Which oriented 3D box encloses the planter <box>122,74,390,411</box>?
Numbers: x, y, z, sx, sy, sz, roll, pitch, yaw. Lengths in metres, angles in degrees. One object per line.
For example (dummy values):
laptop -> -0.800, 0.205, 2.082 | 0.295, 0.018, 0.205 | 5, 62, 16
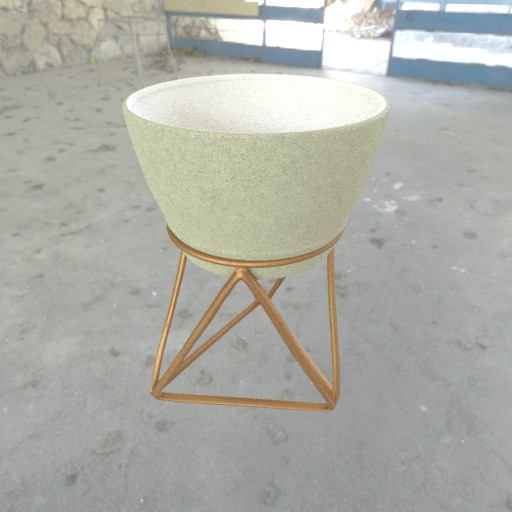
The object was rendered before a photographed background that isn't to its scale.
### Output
planter -> 0.000, 0.000, 0.728 | 0.350, 0.504, 0.350 | 21, 37, 30
